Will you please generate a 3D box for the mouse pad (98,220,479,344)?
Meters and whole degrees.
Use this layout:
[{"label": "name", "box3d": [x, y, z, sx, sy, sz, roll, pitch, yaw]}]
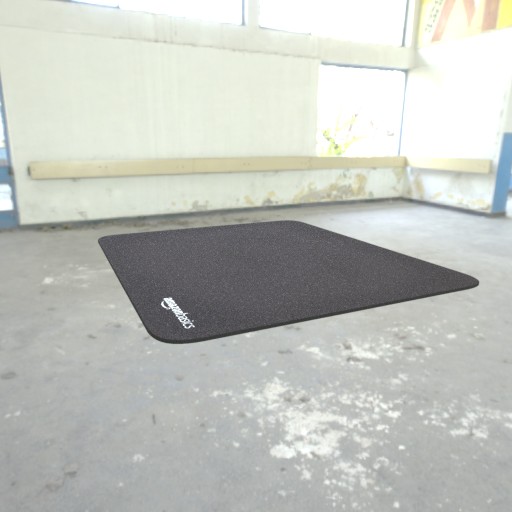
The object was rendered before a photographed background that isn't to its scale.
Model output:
[{"label": "mouse pad", "box3d": [0.000, 0.000, 0.344, 0.211, 0.002, 0.249, -7, 16, -24]}]
